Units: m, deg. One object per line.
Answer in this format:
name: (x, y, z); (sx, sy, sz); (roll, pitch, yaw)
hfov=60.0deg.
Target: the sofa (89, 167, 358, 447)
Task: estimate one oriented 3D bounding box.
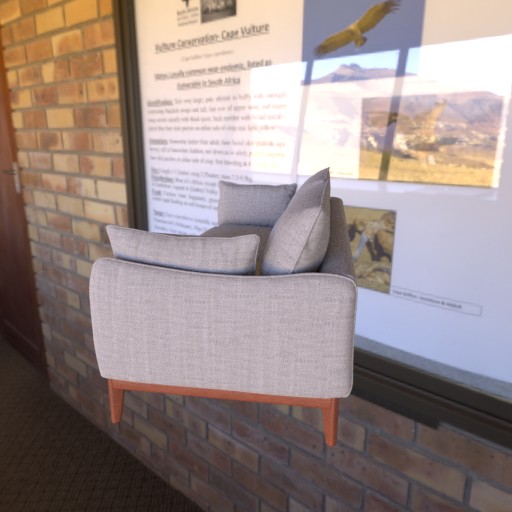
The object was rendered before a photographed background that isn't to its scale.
sofa: (0.000, 0.000, 2.418); (0.972, 0.851, 1.989); (2, 15, 9)
